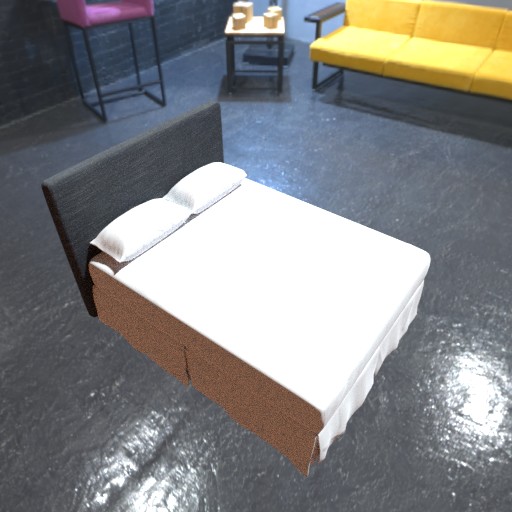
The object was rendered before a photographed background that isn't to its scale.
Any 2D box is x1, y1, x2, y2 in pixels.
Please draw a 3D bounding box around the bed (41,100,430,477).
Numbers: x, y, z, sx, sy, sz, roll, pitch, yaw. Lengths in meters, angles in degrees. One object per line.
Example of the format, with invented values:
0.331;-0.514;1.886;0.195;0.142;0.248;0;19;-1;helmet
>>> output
0.000;0.000;3.216;2.142;1.330;1.723;26;48;27;bed
